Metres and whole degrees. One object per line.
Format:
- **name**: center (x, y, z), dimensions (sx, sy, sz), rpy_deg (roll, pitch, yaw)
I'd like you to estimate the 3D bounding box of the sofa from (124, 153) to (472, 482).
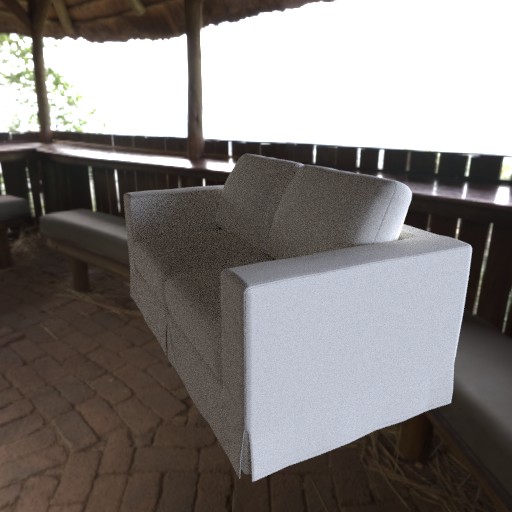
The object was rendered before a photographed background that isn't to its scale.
- **sofa**: center (0.000, 0.000, 2.314), dimensions (1.009, 0.932, 1.813), rpy_deg (-9, 20, -25)
